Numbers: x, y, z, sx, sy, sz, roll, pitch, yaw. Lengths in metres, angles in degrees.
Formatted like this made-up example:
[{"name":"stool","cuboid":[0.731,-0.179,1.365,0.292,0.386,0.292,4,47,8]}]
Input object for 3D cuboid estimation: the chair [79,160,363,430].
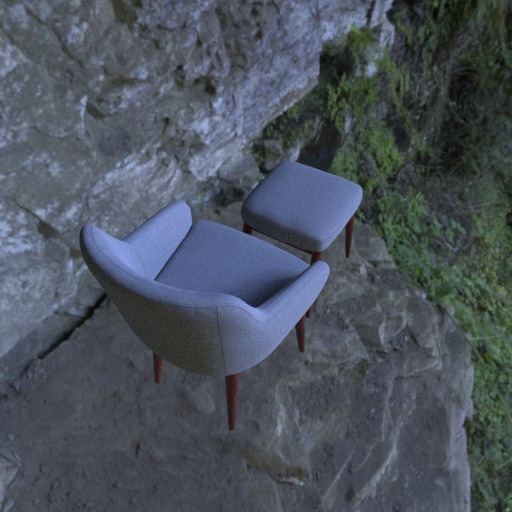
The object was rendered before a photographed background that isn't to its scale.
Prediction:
[{"name":"chair","cuboid":[0.000,0.000,1.571,0.584,0.799,1.107,24,51,21]}]
